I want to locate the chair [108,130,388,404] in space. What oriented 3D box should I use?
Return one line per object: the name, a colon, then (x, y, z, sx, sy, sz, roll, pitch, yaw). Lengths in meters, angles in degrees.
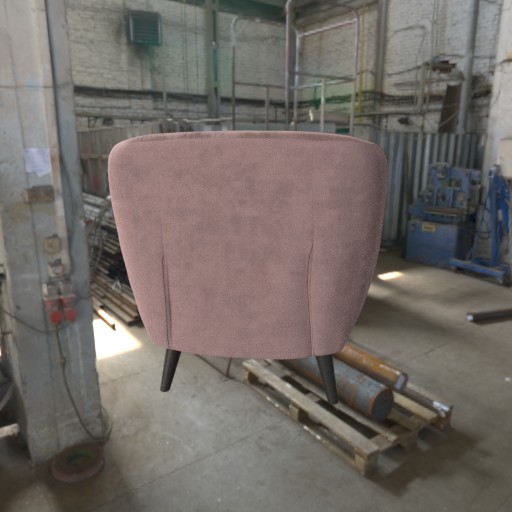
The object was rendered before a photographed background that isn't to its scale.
chair: (0.000, 0.000, 1.555, 0.840, 0.820, 0.820, 2, 14, 7)
